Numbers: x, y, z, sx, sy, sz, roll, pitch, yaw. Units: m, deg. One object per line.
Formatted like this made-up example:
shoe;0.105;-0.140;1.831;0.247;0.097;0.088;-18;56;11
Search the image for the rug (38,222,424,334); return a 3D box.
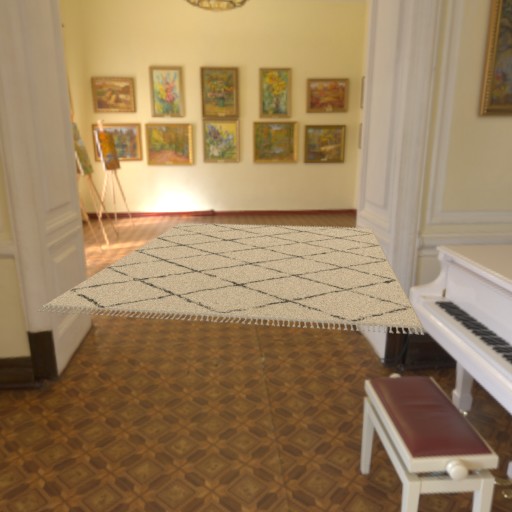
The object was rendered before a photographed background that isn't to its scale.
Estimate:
rug;0.000;0.000;4.095;2.380;0.013;3.051;2;15;8
